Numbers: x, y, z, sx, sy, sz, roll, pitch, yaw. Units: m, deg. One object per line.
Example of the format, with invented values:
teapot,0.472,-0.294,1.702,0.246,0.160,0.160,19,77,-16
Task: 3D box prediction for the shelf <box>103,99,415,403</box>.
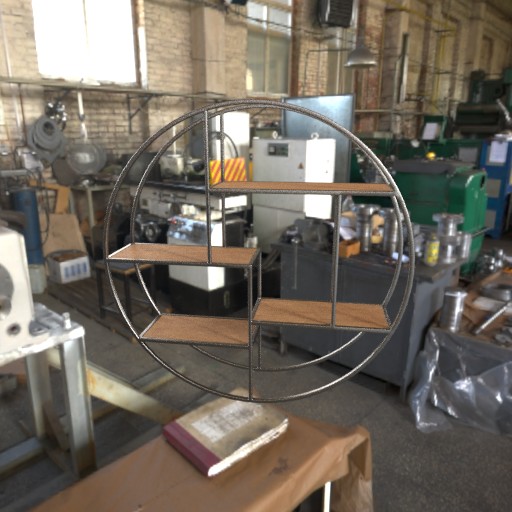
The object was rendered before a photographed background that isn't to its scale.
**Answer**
shelf,0.000,0.000,1.347,0.888,0.888,0.202,2,16,8
